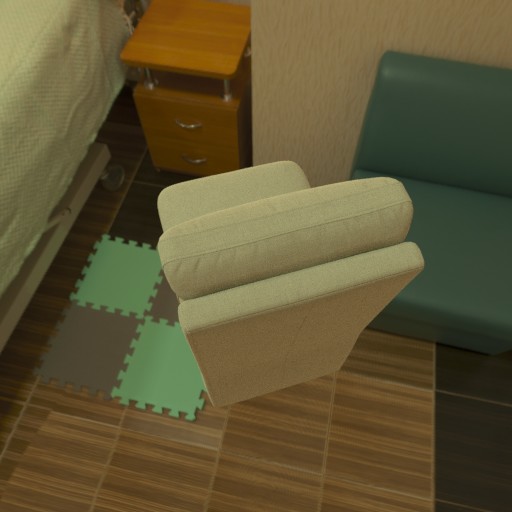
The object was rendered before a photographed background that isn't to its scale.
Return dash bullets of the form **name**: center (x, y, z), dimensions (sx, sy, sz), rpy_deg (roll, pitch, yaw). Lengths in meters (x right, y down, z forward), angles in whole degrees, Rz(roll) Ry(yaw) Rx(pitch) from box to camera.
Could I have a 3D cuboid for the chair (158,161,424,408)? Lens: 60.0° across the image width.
- **chair**: center (0.000, 0.000, 1.309), dimensions (0.503, 0.927, 0.698), rpy_deg (-14, 59, -9)
